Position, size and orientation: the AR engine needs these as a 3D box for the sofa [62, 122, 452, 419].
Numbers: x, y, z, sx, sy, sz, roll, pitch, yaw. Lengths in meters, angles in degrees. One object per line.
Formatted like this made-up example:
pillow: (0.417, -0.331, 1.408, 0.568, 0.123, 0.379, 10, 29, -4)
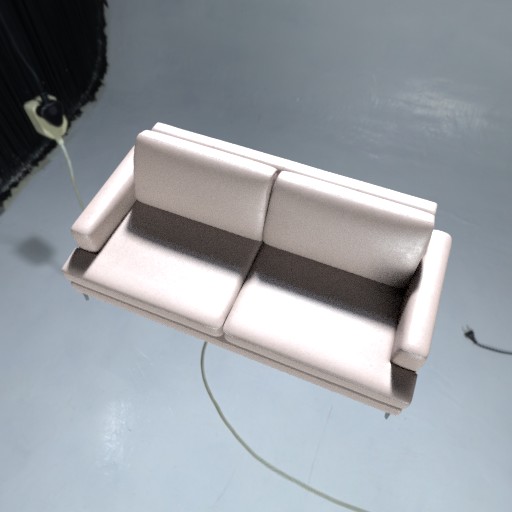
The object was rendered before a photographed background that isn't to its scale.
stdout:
sofa: (0.000, 0.000, 2.450, 1.940, 0.765, 0.974, 19, 60, 12)
